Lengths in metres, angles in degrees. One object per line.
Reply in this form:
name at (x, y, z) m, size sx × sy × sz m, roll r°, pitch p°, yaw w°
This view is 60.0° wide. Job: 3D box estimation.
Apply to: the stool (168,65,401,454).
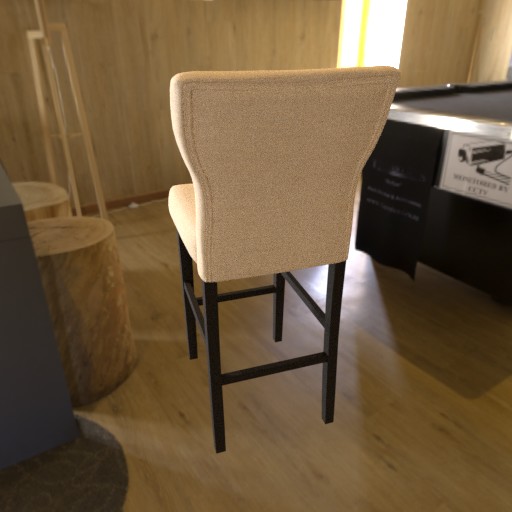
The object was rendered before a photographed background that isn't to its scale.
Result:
stool at (0.000, 0.000, 1.395) m, size 0.516 × 1.124 × 0.603 m, roll -8°, pitch 27°, yaw -16°
